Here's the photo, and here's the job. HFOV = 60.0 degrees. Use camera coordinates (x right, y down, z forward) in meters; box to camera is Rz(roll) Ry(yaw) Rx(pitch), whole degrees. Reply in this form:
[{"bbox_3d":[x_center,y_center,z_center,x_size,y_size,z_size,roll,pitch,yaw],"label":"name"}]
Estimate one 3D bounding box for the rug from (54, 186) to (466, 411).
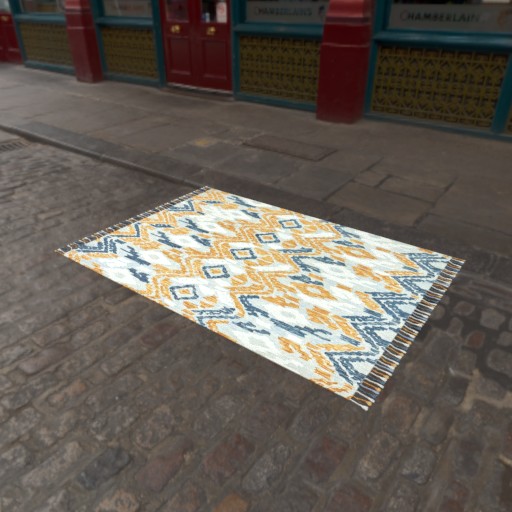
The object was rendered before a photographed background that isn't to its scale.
[{"bbox_3d":[0.000,0.000,2.357,1.827,0.008,1.230,20,35,31],"label":"rug"}]
